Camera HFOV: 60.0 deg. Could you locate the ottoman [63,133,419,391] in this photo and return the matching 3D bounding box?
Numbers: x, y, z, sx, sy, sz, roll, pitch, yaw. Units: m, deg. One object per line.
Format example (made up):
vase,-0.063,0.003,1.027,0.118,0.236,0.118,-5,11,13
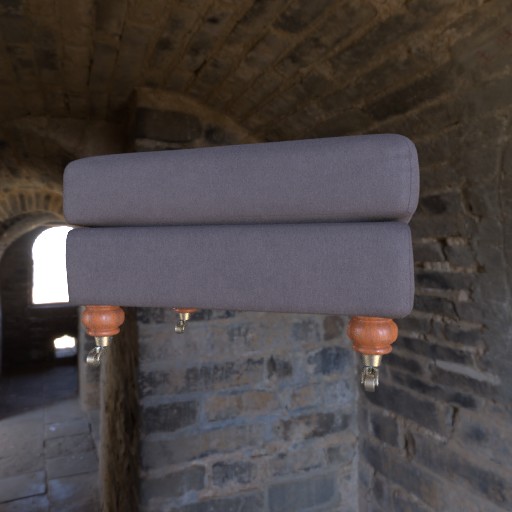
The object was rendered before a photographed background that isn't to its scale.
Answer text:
ottoman,0.000,0.000,1.140,0.773,0.497,0.574,0,0,17
